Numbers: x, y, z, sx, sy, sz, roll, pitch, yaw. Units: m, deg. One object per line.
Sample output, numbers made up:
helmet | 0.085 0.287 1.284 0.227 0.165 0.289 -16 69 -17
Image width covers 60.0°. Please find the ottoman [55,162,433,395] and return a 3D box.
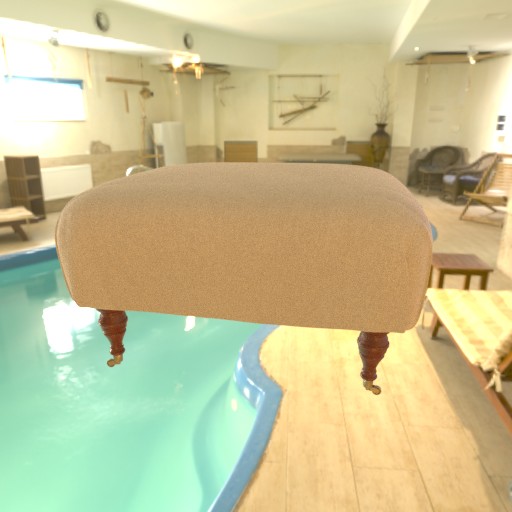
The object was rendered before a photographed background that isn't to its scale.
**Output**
ottoman | 0.000 0.000 1.116 0.746 0.450 0.622 3 18 10
